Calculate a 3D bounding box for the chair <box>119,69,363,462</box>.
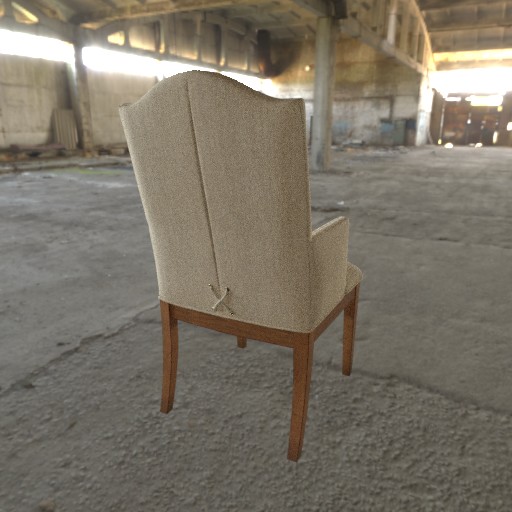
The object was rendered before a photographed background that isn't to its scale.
[{"bbox_3d":[0.000,0.000,1.376,0.533,1.016,0.641,9,18,27],"label":"chair"}]
